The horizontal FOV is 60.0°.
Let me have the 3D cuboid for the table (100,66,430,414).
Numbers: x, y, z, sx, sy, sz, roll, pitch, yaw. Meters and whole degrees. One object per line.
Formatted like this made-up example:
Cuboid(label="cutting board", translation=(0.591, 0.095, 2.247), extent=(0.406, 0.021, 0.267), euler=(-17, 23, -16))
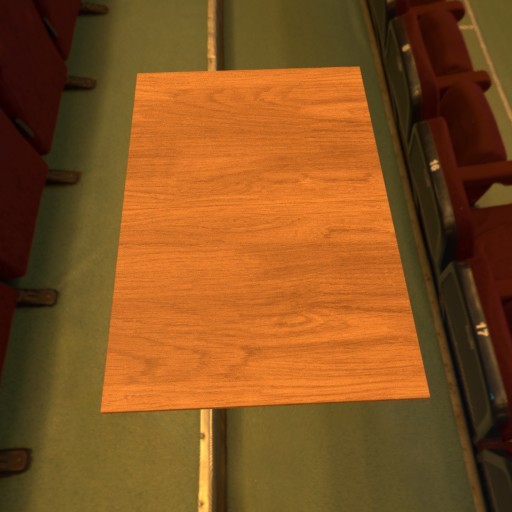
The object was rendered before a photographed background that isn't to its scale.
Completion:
Cuboid(label="table", translation=(0.000, 0.000, 1.843), extent=(0.900, 0.770, 1.300), euler=(-2, 63, -1))
